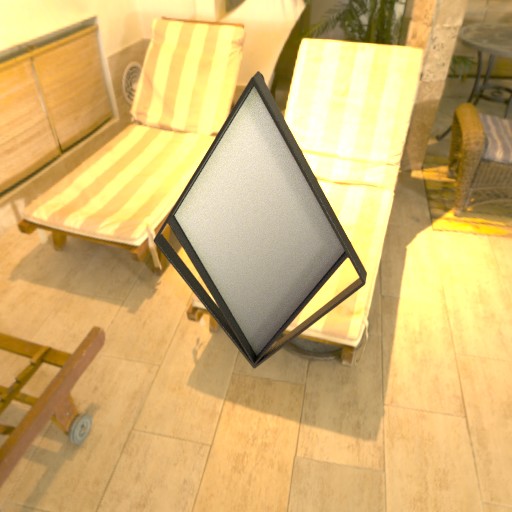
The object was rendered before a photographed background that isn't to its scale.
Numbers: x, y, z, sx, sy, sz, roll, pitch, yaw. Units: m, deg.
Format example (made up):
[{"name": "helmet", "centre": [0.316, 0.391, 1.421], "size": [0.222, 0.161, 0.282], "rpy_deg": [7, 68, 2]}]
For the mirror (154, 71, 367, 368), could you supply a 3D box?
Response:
[{"name": "mirror", "centre": [0.000, 0.000, 0.849], "size": [0.419, 0.679, 0.032], "rpy_deg": [11, 41, 13]}]
